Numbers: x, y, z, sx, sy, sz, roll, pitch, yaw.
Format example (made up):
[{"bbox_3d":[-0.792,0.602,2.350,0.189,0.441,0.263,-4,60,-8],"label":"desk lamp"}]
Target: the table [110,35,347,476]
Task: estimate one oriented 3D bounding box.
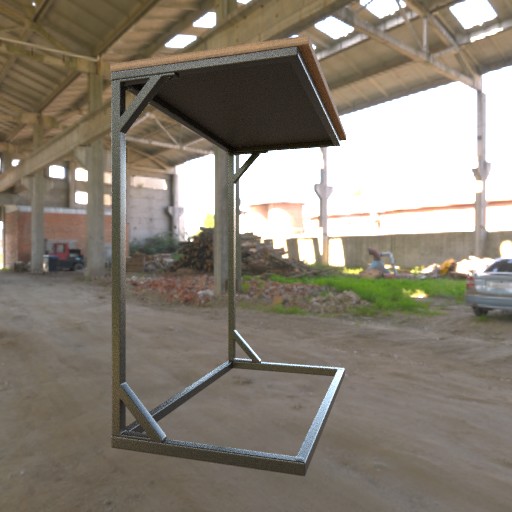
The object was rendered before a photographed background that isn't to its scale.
[{"bbox_3d":[0.000,0.000,1.010,0.351,0.673,0.597,0,0,17],"label":"table"}]
